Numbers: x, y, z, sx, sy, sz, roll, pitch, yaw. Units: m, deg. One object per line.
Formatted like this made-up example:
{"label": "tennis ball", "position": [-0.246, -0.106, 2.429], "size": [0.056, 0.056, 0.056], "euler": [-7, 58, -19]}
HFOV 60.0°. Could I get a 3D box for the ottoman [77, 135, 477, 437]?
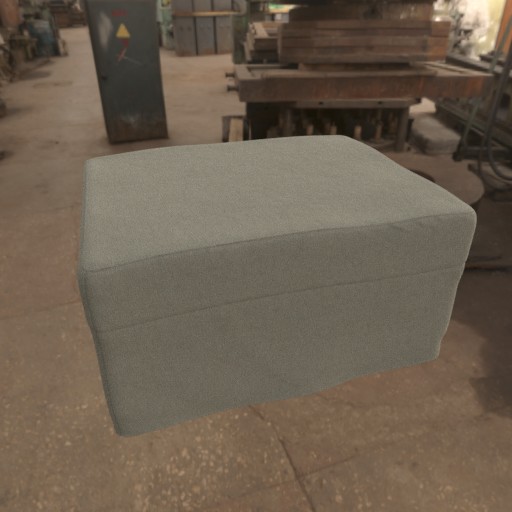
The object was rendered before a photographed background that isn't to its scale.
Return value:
{"label": "ottoman", "position": [0.000, 0.000, 1.205], "size": [0.833, 0.461, 0.648], "euler": [-9, 32, -15]}
